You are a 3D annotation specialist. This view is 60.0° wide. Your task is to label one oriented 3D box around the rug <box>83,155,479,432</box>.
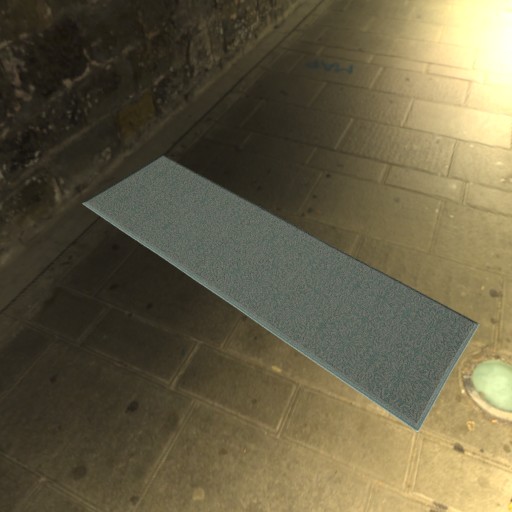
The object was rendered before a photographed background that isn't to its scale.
[{"bbox_3d":[0.000,0.000,2.398,2.196,0.011,0.662,31,54,26],"label":"rug"}]
